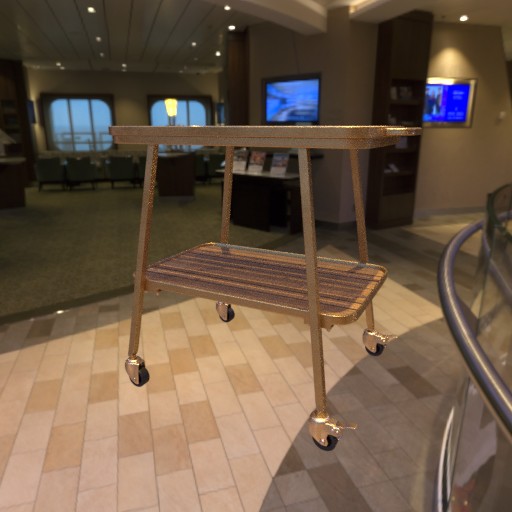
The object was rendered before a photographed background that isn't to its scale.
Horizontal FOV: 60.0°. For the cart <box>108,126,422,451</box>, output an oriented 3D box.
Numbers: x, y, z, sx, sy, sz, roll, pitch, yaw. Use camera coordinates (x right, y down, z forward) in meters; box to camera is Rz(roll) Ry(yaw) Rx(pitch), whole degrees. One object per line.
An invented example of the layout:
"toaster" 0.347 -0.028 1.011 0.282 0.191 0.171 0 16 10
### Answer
"cart" 0.000 0.000 1.246 0.806 0.700 0.524 8 18 26
